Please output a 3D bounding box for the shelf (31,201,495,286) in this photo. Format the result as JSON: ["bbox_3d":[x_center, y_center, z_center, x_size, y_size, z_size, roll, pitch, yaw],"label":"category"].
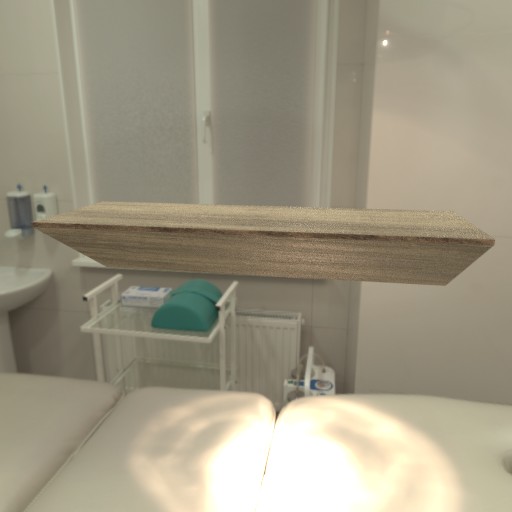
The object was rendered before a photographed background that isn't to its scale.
[{"bbox_3d":[0.000,0.000,0.686,0.610,0.125,0.200,3,16,10],"label":"shelf"}]
